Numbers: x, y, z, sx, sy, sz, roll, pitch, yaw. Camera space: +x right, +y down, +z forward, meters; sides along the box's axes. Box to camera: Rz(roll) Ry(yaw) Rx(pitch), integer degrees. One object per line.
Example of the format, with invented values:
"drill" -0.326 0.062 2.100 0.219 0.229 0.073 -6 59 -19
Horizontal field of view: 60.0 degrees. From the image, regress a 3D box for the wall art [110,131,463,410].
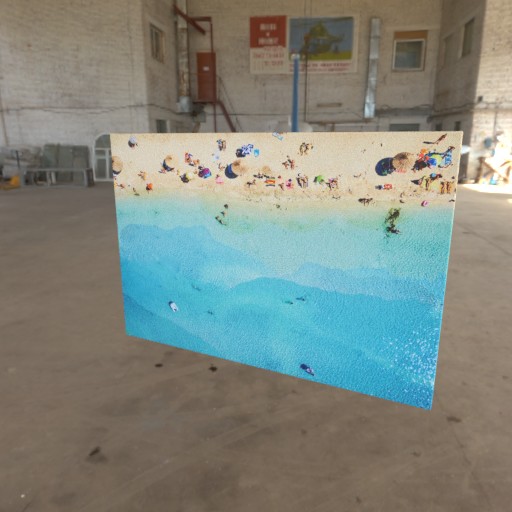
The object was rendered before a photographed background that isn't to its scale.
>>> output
"wall art" 0.000 0.000 1.432 1.136 0.769 0.040 7 16 26
